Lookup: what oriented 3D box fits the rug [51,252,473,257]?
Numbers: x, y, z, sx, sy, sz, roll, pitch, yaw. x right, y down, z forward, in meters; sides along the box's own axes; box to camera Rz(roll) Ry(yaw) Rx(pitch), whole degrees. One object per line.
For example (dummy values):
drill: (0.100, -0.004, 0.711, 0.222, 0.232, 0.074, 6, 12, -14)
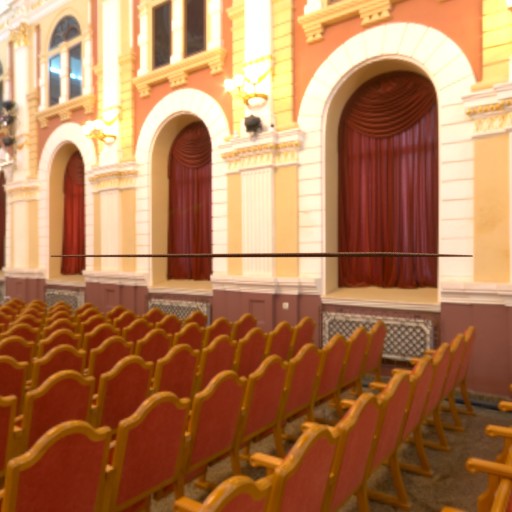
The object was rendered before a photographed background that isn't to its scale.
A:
rug: (0.000, 0.000, 2.869, 2.286, 0.011, 1.524, 0, 0, 37)
